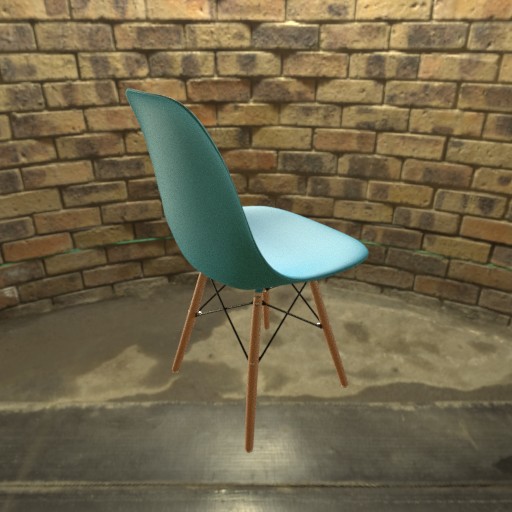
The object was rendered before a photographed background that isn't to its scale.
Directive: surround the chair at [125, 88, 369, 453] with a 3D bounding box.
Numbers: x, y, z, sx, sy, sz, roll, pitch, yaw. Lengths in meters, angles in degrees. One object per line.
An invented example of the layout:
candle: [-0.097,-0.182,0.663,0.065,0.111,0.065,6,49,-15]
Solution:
chair: [0.000,0.000,1.127,0.531,0.826,0.470,-20,33,-34]
